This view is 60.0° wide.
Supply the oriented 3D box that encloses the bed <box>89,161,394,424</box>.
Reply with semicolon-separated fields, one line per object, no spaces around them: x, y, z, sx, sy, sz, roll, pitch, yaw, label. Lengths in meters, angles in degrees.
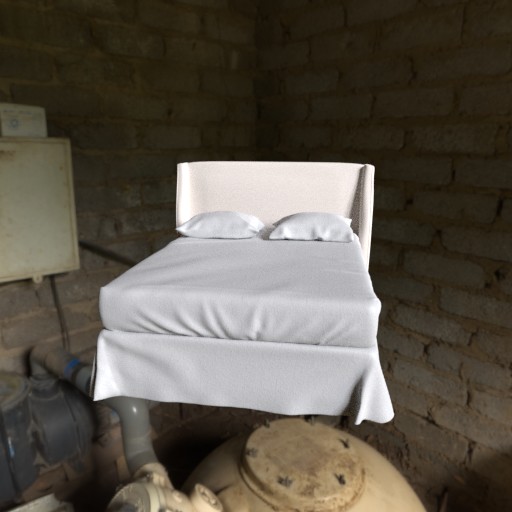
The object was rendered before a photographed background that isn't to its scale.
0.000;0.000;3.468;1.925;1.332;2.276;2;15;9;bed
